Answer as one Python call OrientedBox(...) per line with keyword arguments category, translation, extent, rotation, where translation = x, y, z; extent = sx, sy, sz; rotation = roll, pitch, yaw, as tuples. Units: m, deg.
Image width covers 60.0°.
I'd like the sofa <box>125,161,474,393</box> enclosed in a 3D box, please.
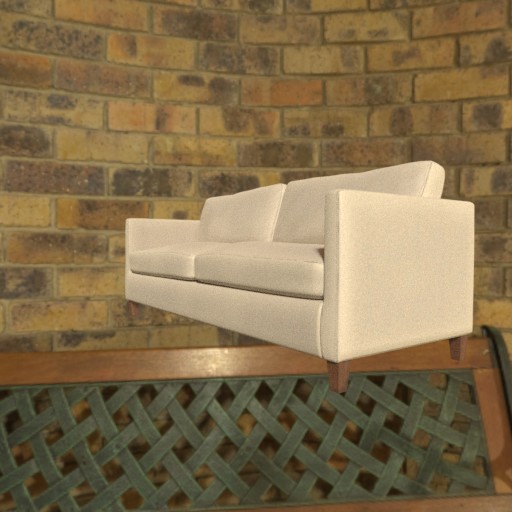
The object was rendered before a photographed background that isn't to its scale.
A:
OrientedBox(category="sofa", translation=(0.000, 0.000, 2.818), extent=(0.951, 0.968, 2.361), rotation=(-1, 2, -35))
